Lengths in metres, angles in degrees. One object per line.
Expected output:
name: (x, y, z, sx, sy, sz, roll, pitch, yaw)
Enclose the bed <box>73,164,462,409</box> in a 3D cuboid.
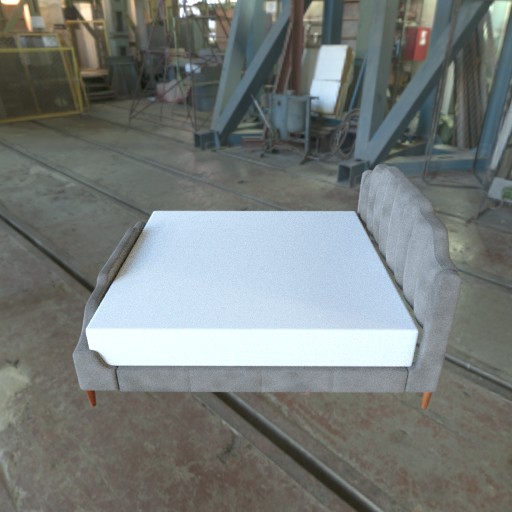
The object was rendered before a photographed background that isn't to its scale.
bed: (0.000, 0.000, 3.573, 2.340, 1.245, 2.074, 0, 27, 0)
